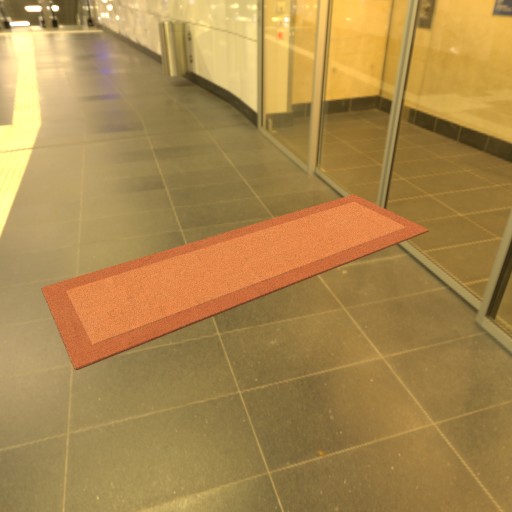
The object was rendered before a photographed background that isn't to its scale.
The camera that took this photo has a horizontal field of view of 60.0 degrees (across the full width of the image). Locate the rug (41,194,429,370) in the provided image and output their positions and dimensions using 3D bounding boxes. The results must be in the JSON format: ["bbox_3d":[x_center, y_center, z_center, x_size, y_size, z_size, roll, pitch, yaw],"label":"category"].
[{"bbox_3d":[0.000,0.000,2.815,2.471,0.013,0.914,-21,37,-31],"label":"rug"}]
